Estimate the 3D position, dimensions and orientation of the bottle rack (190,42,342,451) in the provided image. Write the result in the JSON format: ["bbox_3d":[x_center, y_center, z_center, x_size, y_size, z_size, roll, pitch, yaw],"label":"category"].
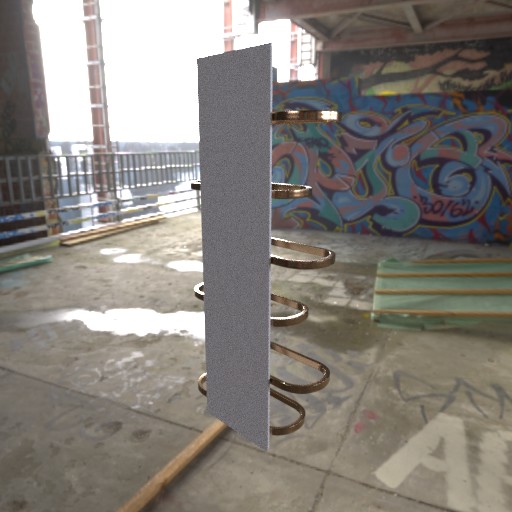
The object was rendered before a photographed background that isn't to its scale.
[{"bbox_3d":[0.000,0.000,0.847,0.118,0.709,0.332,-14,20,-43],"label":"bottle rack"}]
